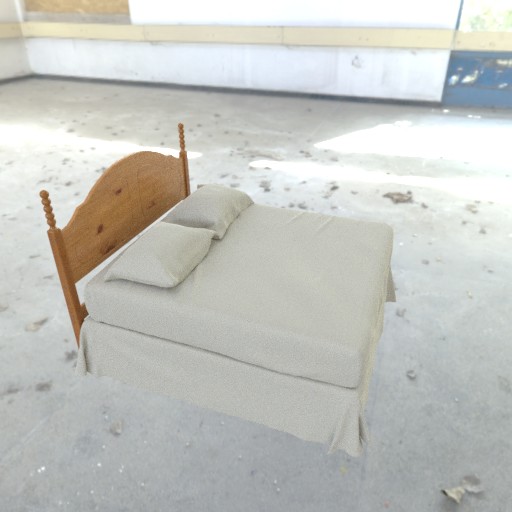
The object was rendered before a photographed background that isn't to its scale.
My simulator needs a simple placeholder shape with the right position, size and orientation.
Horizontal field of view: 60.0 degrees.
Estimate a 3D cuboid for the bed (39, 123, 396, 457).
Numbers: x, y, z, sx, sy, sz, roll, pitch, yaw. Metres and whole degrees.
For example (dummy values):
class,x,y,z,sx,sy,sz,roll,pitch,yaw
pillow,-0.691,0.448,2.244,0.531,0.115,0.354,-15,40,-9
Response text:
class,x,y,z,sx,sy,sz,roll,pitch,yaw
bed,0.000,0.000,3.205,2.040,1.356,1.873,11,32,17
